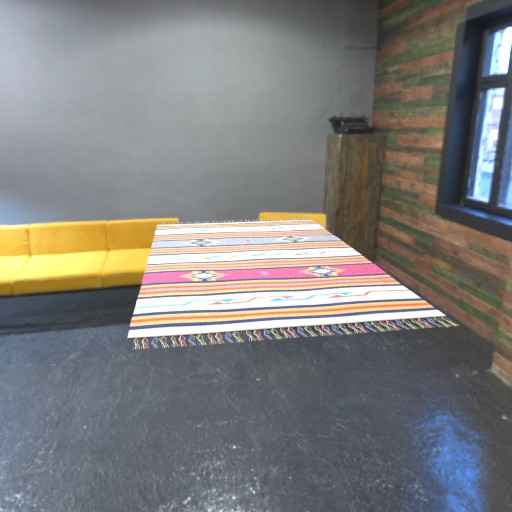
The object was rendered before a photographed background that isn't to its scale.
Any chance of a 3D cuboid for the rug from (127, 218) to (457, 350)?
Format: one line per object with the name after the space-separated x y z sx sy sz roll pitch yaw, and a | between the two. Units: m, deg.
0.000 0.000 2.259 1.084 0.013 1.849 -3 16 -9 | rug
